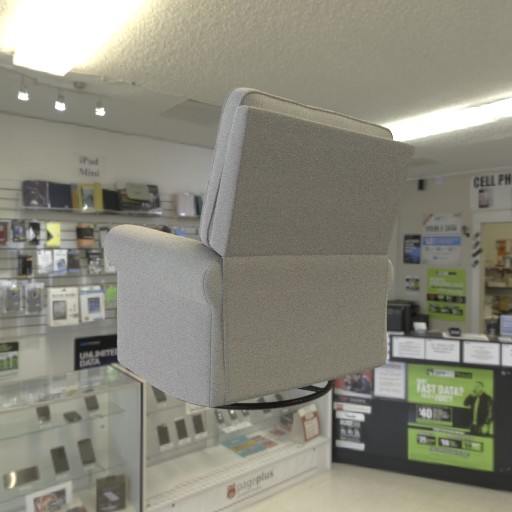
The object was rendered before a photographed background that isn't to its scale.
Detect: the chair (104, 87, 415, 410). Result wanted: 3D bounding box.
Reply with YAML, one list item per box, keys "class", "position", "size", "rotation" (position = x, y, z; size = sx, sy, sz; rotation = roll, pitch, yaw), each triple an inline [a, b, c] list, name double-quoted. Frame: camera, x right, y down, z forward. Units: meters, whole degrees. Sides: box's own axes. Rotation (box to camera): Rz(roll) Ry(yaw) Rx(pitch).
- class: "chair"
  position: [0.000, 0.000, 1.659]
  size: [0.890, 0.960, 0.878]
  rotation: [-1, 1, -36]
